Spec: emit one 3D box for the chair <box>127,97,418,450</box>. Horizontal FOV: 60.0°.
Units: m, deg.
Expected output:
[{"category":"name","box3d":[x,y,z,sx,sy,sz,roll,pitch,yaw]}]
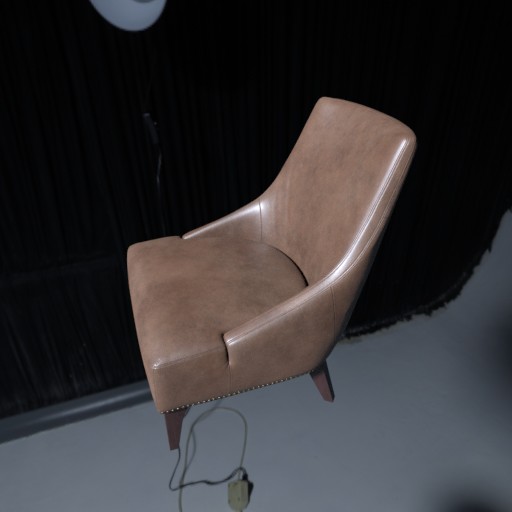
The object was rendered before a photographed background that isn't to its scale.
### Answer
[{"category":"chair","box3d":[0.000,0.000,1.522,0.861,0.909,0.701,-10,33,-16]}]
